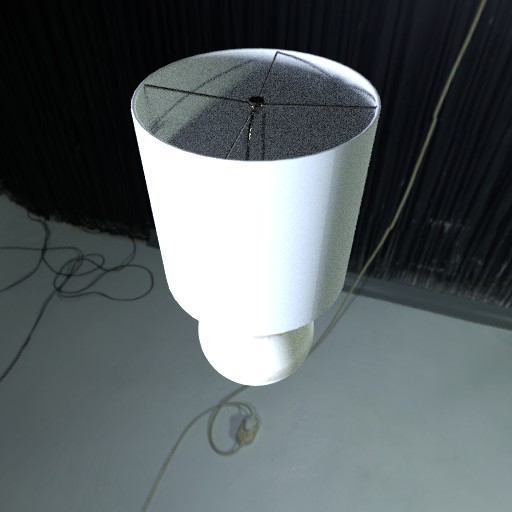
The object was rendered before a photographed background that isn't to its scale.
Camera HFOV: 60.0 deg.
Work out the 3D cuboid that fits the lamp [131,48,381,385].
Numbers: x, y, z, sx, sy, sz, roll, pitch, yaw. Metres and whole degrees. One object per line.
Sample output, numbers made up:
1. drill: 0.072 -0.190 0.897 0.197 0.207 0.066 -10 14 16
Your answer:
1. lamp: 0.000 0.000 0.534 0.217 0.404 0.217 9 46 9
